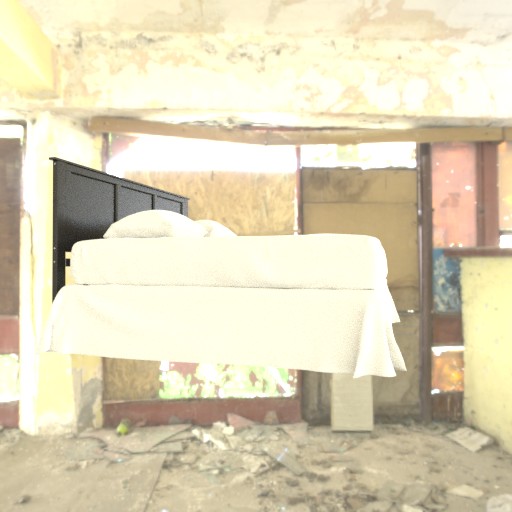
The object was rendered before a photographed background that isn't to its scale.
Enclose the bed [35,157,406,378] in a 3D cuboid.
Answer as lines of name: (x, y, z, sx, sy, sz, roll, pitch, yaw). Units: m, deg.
bed: (0.000, 0.000, 3.542, 2.219, 1.271, 2.315, 0, -1, 17)
